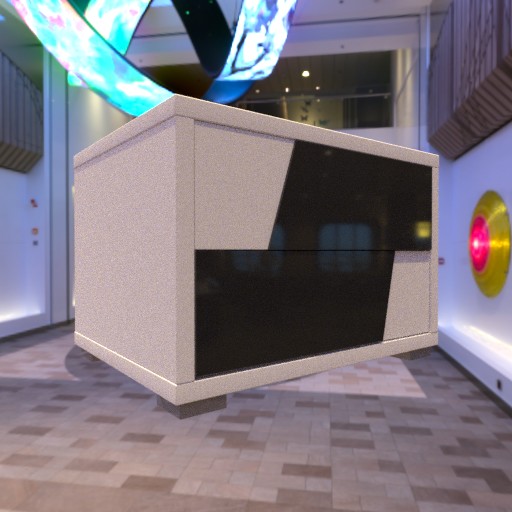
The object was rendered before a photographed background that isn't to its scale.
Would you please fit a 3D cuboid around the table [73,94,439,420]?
[{"bbox_3d":[0.000,0.000,0.792,0.517,0.357,0.399,-1,1,-37],"label":"table"}]
